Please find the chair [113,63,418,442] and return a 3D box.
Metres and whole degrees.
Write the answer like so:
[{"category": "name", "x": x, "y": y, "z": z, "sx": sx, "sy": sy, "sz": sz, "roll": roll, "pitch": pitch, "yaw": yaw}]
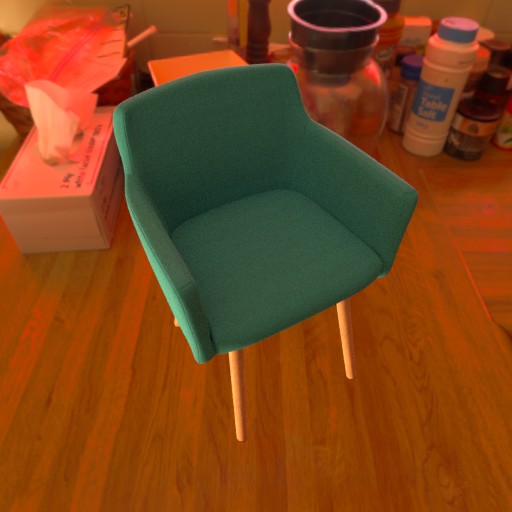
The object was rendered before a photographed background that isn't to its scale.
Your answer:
[{"category": "chair", "x": 0.000, "y": 0.000, "z": 1.156, "sx": 0.570, "sy": 0.780, "sz": 0.540, "roll": -23, "pitch": 50, "yaw": -20}]
